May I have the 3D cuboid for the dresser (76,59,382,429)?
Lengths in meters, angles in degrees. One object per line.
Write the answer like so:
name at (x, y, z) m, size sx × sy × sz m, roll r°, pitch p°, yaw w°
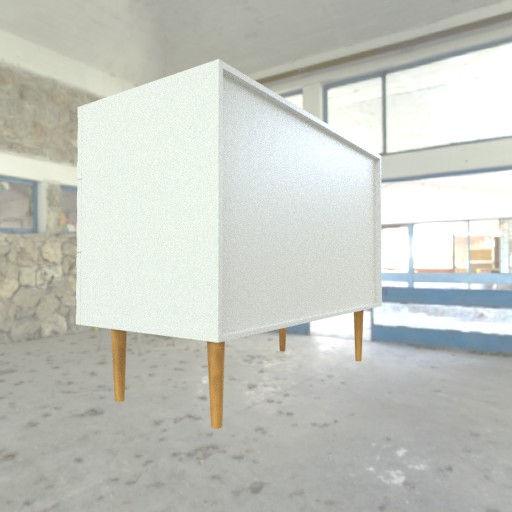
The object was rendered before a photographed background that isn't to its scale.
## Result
dresser at (0.000, 0.000, 1.328) m, size 0.457 × 0.721 × 0.905 m, roll -1°, pitch -1°, yaw 35°
